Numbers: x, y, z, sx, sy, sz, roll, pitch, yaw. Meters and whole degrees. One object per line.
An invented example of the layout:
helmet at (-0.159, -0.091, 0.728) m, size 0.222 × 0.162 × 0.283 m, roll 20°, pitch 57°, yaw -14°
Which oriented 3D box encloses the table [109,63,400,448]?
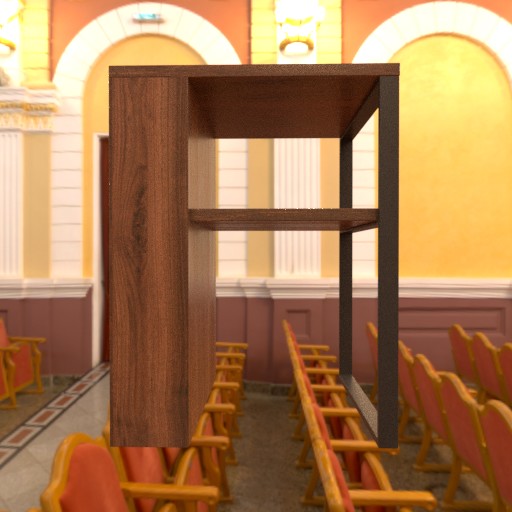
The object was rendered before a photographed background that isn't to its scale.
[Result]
table at (0.000, 0.000, 1.529) m, size 0.786 × 1.041 × 0.660 m, roll 0°, pitch 1°, yaw 1°
